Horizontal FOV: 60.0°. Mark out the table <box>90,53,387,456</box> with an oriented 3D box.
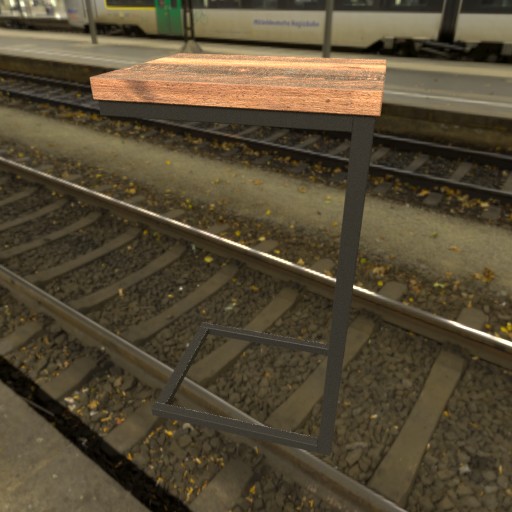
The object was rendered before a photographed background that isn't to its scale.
[{"bbox_3d":[0.000,0.000,0.909,0.414,0.718,0.323,8,31,13],"label":"table"}]
